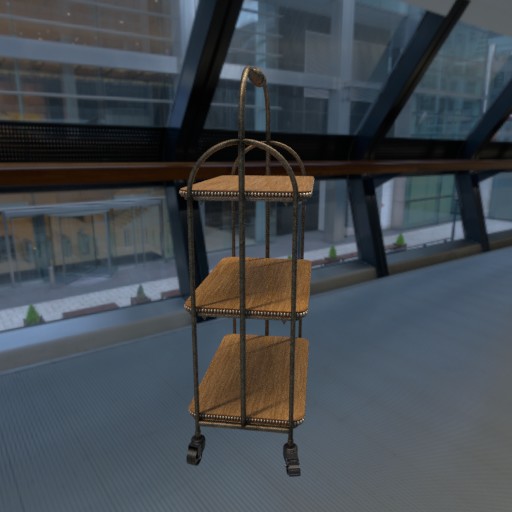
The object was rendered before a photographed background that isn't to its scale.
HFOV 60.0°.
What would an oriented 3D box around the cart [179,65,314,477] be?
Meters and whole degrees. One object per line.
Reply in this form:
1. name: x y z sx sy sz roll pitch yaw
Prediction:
1. cart: 0.000 0.000 1.335 0.330 1.052 0.650 2 14 8
